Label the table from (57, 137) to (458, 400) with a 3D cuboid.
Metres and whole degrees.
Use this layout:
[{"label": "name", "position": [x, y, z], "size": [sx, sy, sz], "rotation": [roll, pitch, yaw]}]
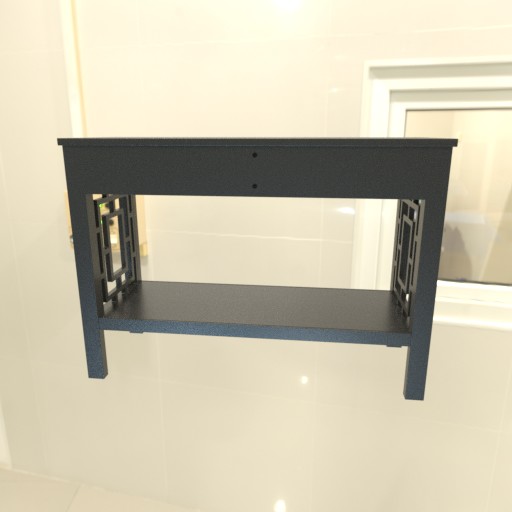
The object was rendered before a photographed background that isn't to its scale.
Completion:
[{"label": "table", "position": [0.000, 0.000, 1.460], "size": [1.068, 0.753, 0.397], "rotation": [2, 16, 7]}]
